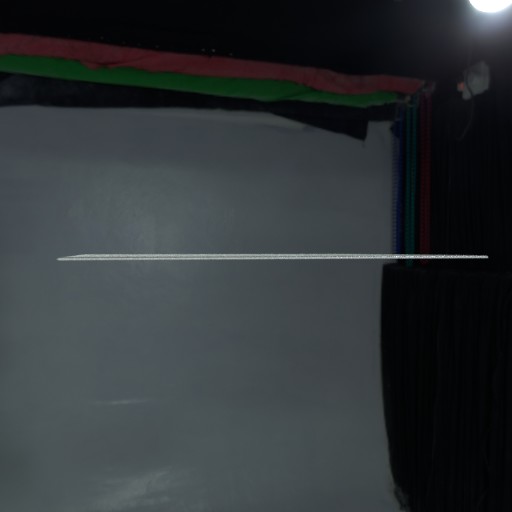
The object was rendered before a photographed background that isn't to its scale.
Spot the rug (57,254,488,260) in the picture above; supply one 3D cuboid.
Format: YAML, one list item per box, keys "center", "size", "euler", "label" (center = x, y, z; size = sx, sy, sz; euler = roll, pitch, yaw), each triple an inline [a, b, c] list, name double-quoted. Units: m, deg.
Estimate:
- center: [0.000, 0.000, 2.898]
  size: [2.213, 0.014, 1.608]
  euler: [0, 1, -18]
  label: "rug"
